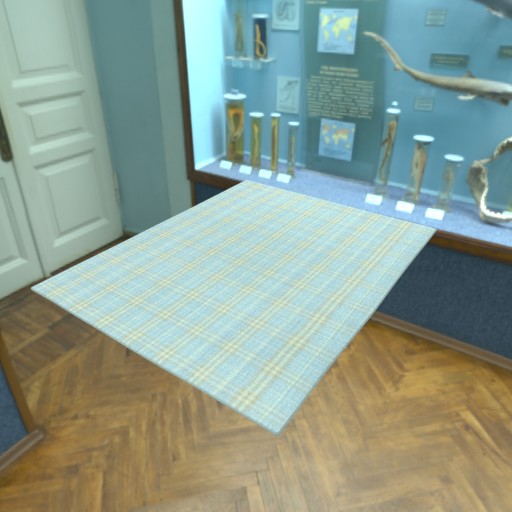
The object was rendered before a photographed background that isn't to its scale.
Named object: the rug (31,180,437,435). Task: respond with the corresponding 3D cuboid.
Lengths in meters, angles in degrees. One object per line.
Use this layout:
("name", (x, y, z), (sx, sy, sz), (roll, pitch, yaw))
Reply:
("rug", (0.000, 0.000, 4.134), (2.462, 0.030, 3.066), (20, 36, 30))
